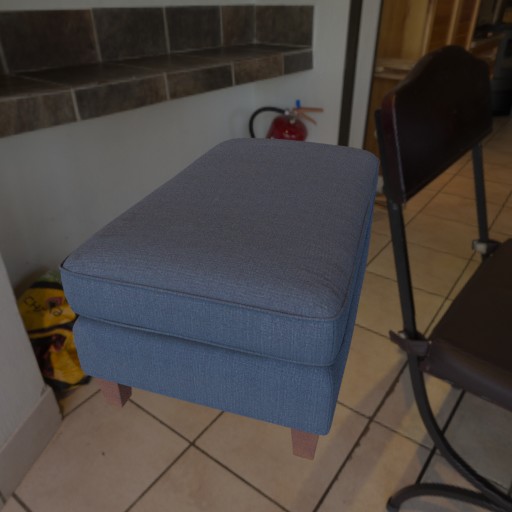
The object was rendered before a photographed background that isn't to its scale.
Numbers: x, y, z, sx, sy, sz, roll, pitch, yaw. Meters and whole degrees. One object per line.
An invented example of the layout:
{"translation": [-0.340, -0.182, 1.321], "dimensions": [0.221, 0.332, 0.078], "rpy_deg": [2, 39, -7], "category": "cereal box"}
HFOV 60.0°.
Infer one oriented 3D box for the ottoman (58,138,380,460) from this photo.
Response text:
{"translation": [0.000, 0.000, 1.192], "dimensions": [0.570, 0.438, 0.885], "rpy_deg": [9, 31, 15], "category": "ottoman"}
